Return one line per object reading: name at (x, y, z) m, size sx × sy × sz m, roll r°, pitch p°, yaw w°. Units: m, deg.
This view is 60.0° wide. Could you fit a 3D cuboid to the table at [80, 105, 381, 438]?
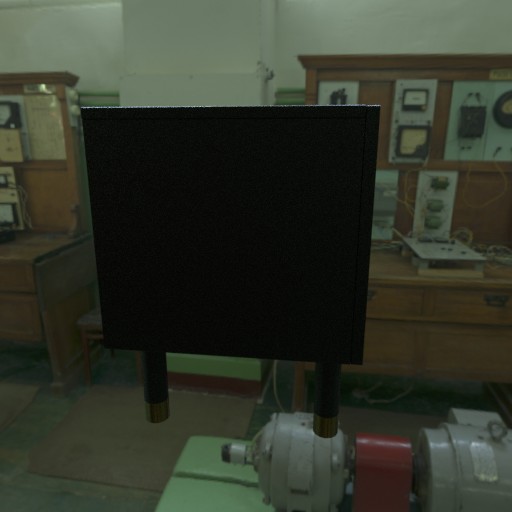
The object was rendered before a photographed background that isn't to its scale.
table at (0.000, 0.000, 0.964) m, size 0.441 × 0.584 × 0.564 m, roll 2°, pitch 15°, yaw 7°
